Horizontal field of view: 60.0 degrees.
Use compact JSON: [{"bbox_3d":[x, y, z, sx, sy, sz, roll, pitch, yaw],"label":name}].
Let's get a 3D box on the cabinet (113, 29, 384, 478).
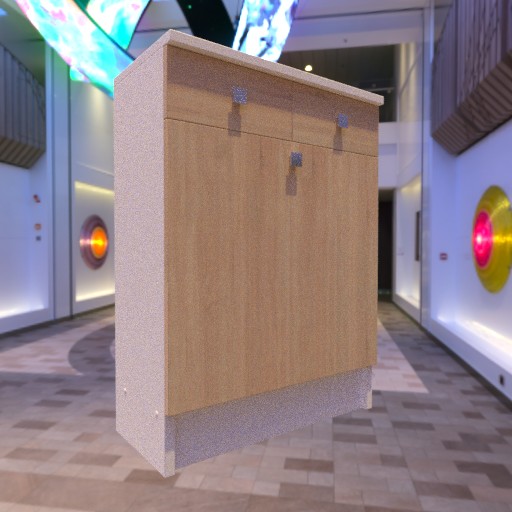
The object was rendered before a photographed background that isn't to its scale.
[{"bbox_3d":[0.000,0.000,1.087,0.600,0.815,0.296,-1,2,-37],"label":"cabinet"}]
